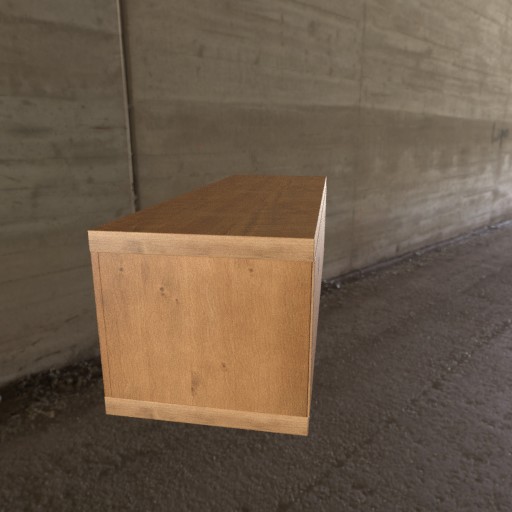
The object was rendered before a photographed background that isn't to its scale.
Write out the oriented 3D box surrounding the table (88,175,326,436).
[{"bbox_3d":[0.000,0.000,1.713,0.499,0.491,1.499,3,15,9],"label":"table"}]
